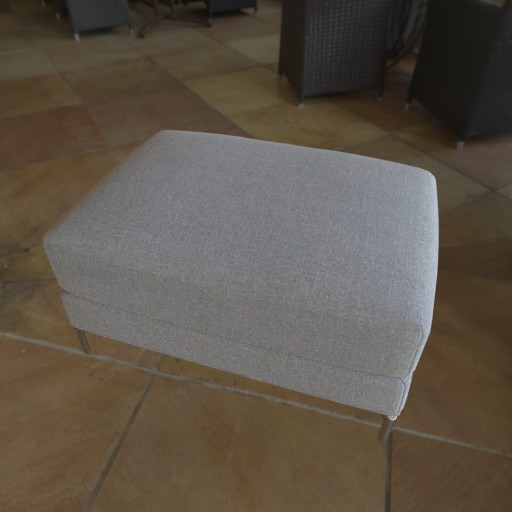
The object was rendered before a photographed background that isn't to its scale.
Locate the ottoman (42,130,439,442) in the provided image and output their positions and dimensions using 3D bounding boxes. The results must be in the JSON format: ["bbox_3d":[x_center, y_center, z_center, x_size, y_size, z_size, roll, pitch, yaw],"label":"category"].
[{"bbox_3d":[0.000,0.000,1.156,0.838,0.457,0.584,12,42,13],"label":"ottoman"}]
